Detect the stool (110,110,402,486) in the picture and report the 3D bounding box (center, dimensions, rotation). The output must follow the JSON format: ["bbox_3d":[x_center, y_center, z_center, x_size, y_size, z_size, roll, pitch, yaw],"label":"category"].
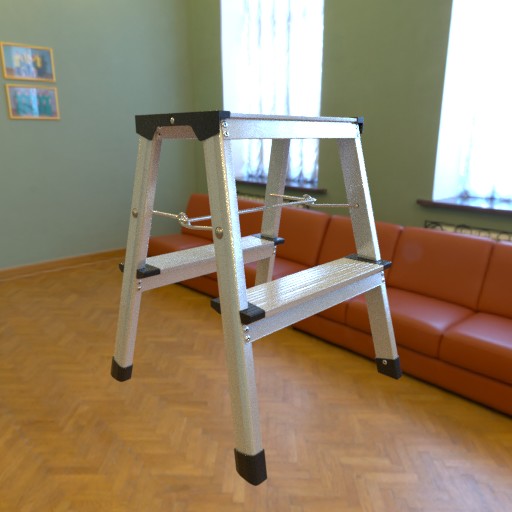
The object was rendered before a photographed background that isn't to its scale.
[{"bbox_3d":[0.000,0.000,0.796,0.404,0.480,0.405,-15,21,-43],"label":"stool"}]
